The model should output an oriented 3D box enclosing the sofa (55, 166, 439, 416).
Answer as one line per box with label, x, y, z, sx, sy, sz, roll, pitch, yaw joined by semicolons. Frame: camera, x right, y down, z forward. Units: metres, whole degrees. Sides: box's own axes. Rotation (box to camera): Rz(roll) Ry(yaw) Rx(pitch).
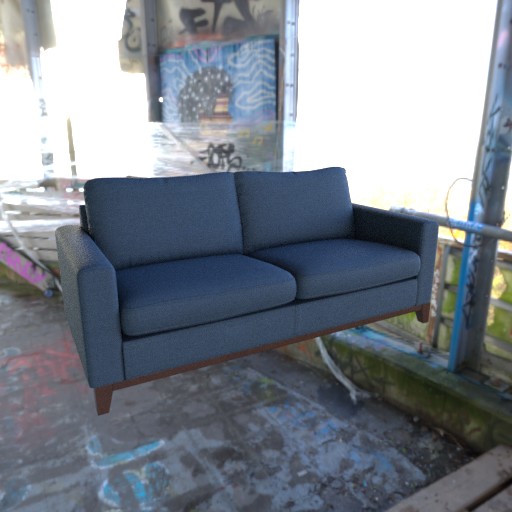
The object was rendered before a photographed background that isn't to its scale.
sofa;0.000;0.000;2.402;1.900;0.865;0.877;-8;18;-27
